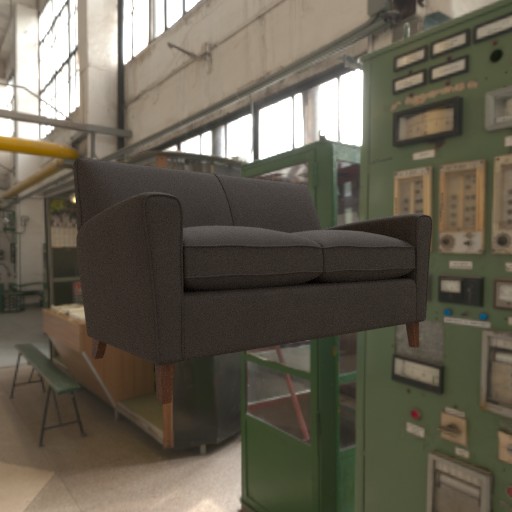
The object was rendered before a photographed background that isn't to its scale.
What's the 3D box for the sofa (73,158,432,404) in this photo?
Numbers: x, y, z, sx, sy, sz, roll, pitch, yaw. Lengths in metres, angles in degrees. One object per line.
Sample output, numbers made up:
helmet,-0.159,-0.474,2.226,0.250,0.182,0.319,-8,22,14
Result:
sofa,0.000,0.000,1.991,1.420,0.846,0.871,-1,1,-37
